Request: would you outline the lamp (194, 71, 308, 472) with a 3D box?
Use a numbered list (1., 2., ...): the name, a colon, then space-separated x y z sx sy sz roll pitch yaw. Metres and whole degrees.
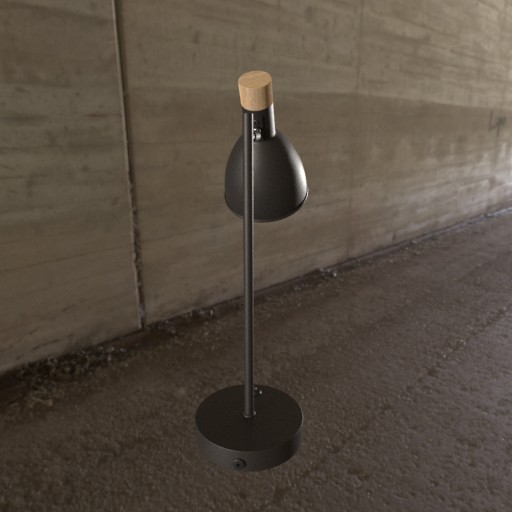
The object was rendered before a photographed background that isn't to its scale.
1. lamp: 0.000 0.000 0.622 0.152 0.483 0.287 3 17 9
